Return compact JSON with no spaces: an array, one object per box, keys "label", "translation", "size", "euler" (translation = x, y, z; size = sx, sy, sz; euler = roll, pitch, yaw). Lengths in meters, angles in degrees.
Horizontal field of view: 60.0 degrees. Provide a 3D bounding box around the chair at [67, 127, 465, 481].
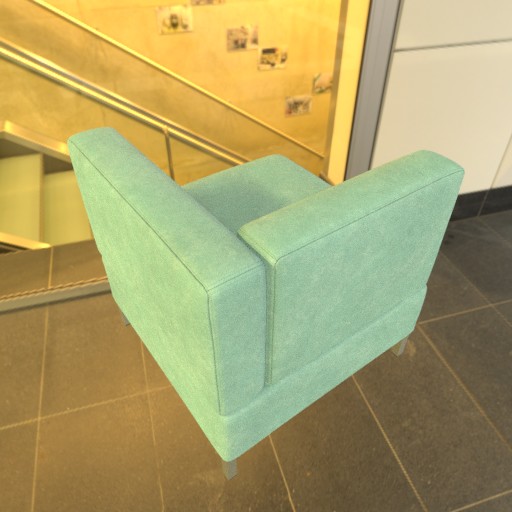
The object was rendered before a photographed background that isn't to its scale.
[{"label":"chair","translation":[0.000,0.000,1.194],"size":[0.680,0.660,0.680],"euler":[-26,47,-27]}]
